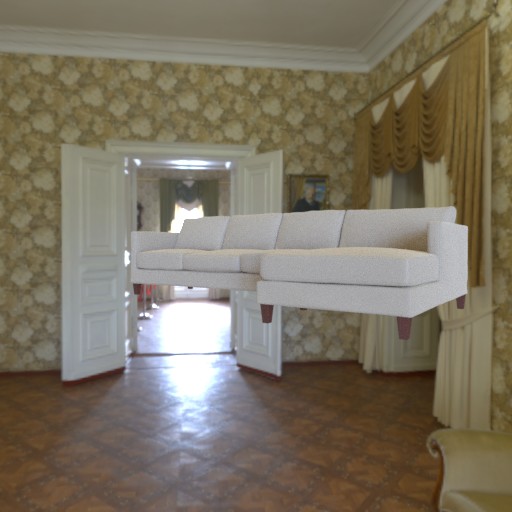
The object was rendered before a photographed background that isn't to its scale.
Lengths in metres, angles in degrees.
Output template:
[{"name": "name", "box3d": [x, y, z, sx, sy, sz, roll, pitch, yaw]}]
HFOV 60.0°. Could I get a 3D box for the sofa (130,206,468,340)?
[{"name": "sofa", "box3d": [0.000, 0.000, 3.939, 3.186, 0.861, 1.625, 1, 1, 36]}]
